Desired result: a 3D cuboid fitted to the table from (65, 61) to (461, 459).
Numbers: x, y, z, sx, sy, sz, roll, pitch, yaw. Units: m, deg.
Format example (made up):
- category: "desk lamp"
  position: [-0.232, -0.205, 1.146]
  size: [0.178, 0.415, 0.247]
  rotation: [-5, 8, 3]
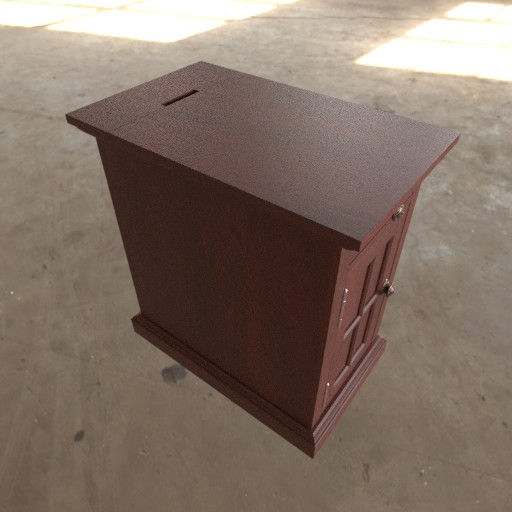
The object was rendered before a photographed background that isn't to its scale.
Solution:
- category: "table"
  position: [0.000, 0.000, 0.965]
  size: [0.584, 0.612, 0.356]
  rotation: [27, 48, 27]
